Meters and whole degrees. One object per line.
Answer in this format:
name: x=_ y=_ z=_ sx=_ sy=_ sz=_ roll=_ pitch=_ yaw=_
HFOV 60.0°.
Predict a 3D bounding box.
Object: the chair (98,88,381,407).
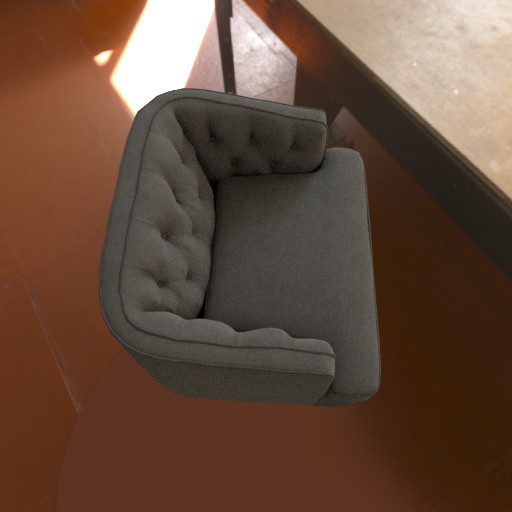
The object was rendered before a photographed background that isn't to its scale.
chair: x=0.000 y=0.000 z=1.804 sx=0.941 sy=0.852 sz=1.104 roll=2 pitch=64 yaw=1
